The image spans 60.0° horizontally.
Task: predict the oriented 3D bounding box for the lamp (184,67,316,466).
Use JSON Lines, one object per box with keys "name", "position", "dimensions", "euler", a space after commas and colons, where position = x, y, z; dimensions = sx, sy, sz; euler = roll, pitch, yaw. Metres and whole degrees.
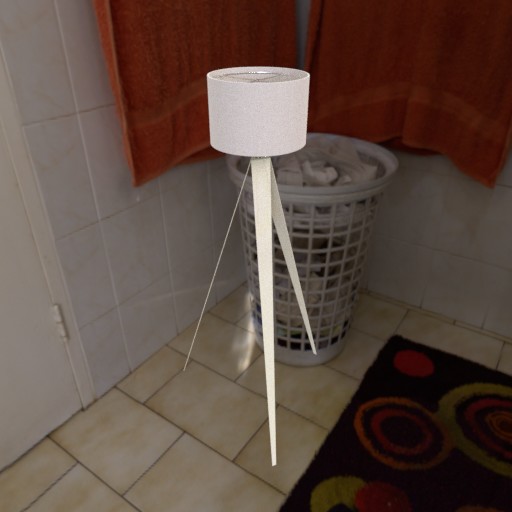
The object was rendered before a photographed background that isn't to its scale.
{"name": "lamp", "position": [0.000, 0.000, 1.958], "dimensions": [0.724, 1.524, 0.716], "euler": [21, 36, 31]}
